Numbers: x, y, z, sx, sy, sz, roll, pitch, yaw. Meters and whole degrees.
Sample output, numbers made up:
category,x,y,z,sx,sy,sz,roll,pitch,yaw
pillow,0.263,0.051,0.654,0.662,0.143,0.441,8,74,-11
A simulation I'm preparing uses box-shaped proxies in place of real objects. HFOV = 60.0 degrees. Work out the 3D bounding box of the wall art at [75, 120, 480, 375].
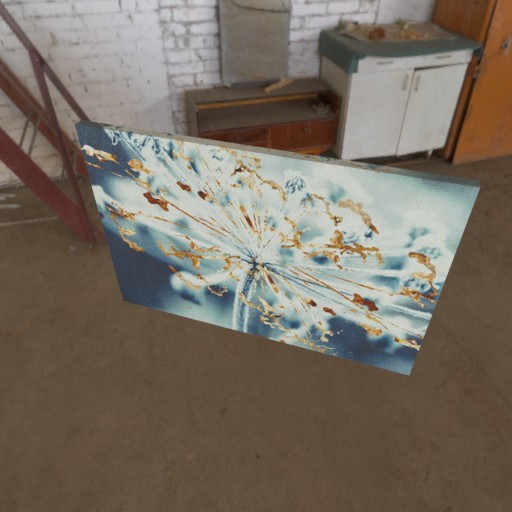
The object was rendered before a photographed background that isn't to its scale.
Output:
category,x,y,z,sx,sy,sz,roll,pitch,yaw
wall art,0.000,0.000,1.452,1.138,0.759,0.035,12,42,14
